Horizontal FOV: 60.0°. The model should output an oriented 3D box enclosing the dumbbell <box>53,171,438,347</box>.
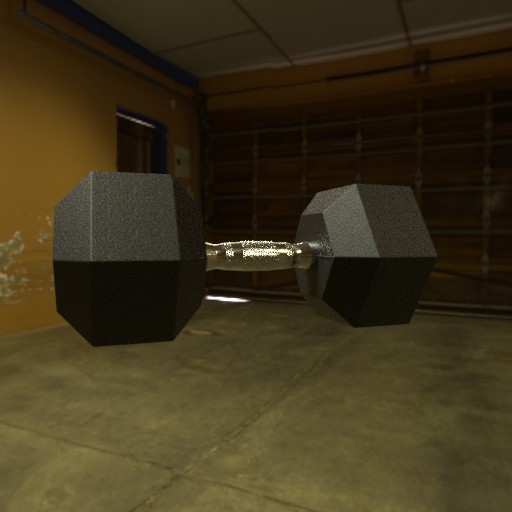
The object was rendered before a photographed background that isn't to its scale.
[{"bbox_3d":[0.000,0.000,0.470,0.384,0.150,0.173,-1,2,-19],"label":"dumbbell"}]
